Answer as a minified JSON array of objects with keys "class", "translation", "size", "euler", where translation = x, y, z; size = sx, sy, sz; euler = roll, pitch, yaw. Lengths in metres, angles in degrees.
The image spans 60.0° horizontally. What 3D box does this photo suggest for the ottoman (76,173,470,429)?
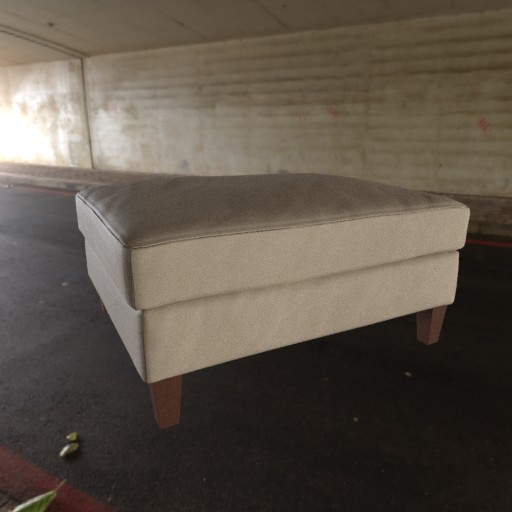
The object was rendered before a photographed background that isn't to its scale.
[{"class":"ottoman","translation":[0.000,0.000,1.456],"size":[1.002,0.492,0.836],"euler":[-9,19,-27]}]
